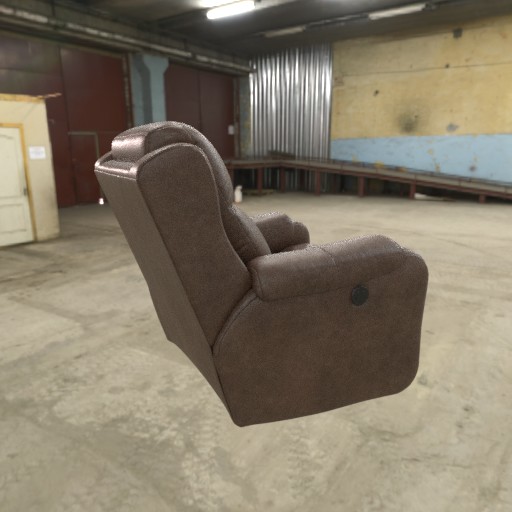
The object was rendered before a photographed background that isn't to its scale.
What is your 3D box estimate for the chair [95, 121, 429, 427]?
[{"bbox_3d":[0.000,0.000,1.762,1.067,0.990,0.940,-7,15,-27],"label":"chair"}]
